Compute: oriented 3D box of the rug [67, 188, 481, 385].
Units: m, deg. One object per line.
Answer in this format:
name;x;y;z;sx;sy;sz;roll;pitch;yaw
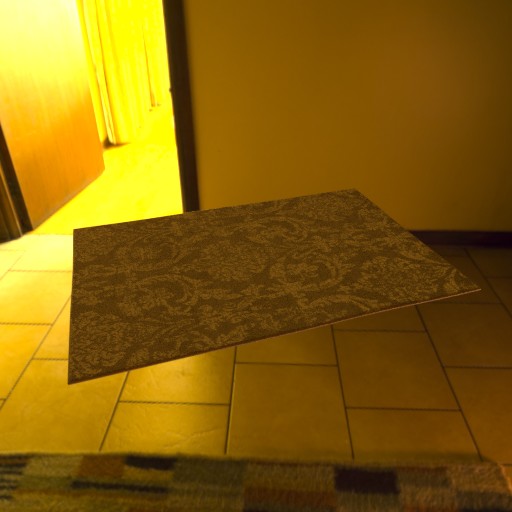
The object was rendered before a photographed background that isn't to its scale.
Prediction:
rug;0.000;0.000;2.314;1.824;0.012;1.206;-10;34;-15
